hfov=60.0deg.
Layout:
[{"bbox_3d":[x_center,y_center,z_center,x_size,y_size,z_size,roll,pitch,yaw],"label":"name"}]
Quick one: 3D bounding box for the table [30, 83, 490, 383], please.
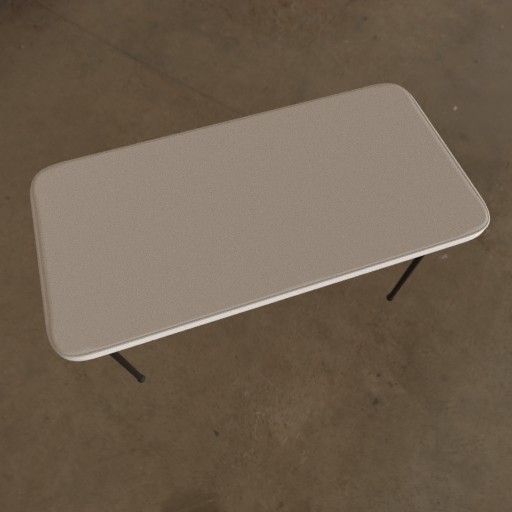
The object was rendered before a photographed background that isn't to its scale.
[{"bbox_3d":[0.000,0.000,1.583,1.219,0.729,0.610,-17,64,-8],"label":"table"}]
